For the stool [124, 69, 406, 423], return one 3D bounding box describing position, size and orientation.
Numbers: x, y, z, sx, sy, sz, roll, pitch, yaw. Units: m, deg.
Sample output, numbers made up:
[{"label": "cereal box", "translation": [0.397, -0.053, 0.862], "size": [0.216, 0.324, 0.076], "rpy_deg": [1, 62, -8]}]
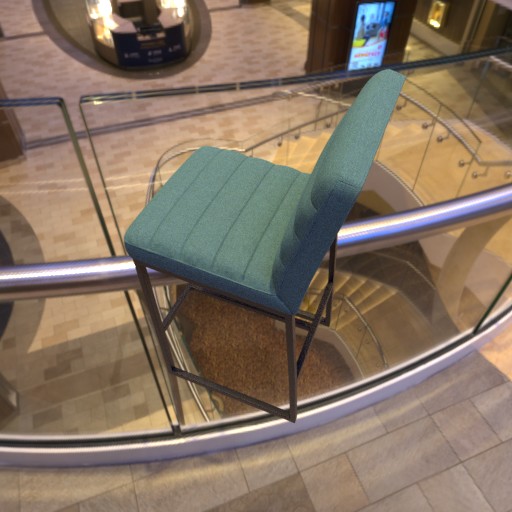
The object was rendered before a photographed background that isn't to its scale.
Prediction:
[{"label": "stool", "translation": [0.000, 0.000, 1.309], "size": [0.560, 1.040, 0.460], "rpy_deg": [17, 50, 15]}]
